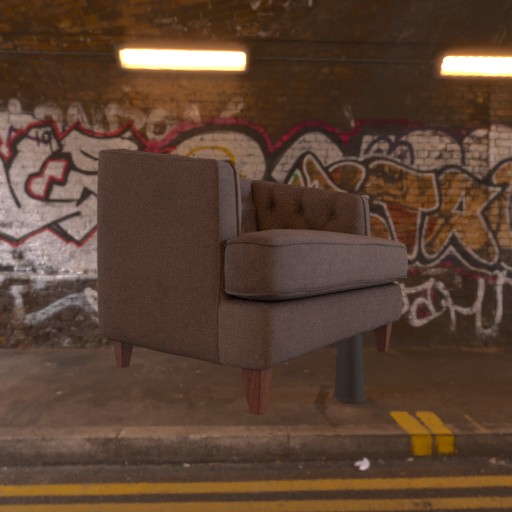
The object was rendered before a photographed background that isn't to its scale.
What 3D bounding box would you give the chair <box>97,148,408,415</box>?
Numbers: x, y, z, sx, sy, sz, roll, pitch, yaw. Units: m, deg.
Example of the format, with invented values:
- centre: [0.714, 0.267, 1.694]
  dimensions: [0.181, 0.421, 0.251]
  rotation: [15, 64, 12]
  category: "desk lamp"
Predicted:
- centre: [0.000, 0.000, 1.806]
  dimensions: [0.941, 0.852, 1.104]
  rotation: [0, 1, 37]
  category: "chair"
